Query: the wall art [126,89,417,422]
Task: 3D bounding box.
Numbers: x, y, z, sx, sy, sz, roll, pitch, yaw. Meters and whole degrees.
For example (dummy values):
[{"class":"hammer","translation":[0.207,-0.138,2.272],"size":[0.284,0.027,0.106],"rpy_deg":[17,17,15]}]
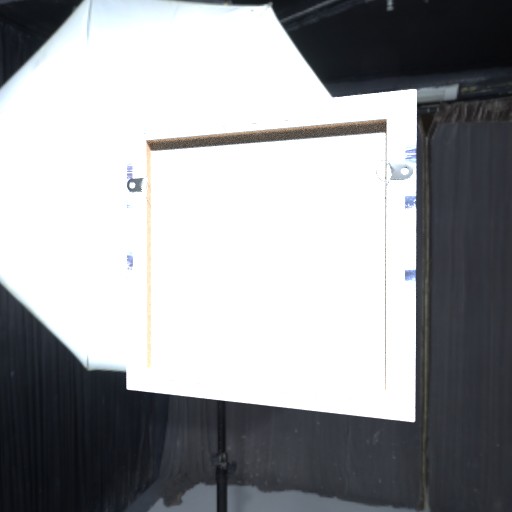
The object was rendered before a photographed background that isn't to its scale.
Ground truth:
[{"class":"wall art","translation":[0.000,0.000,1.113],"size":[0.755,0.747,0.065],"rpy_deg":[0,1,18]}]
